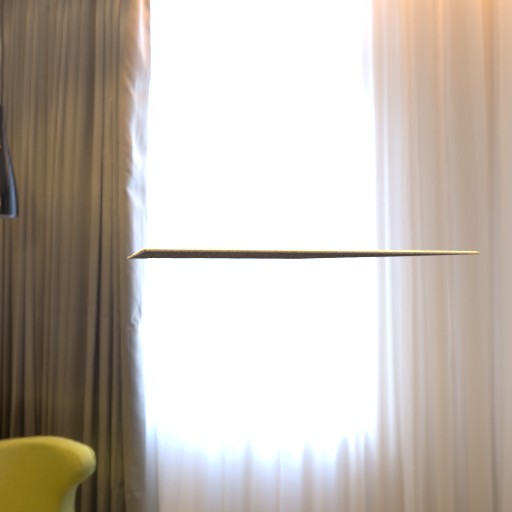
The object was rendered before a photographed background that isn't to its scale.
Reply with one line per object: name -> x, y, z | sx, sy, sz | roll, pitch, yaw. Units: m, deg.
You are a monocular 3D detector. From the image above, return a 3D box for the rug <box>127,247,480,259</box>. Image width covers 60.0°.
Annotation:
rug -> 0.000, 0.000, 2.962 | 1.598, 0.014, 2.202 | 0, -1, -18
